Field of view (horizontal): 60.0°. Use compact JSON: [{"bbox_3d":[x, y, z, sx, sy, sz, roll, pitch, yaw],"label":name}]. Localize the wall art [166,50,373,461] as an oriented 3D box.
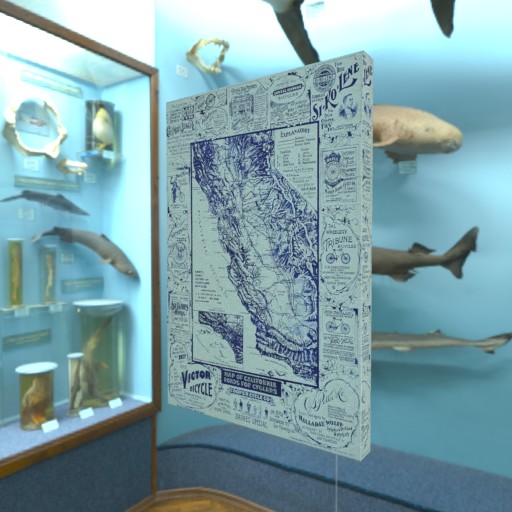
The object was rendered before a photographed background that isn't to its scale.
[{"bbox_3d":[0.000,0.000,0.488,0.255,0.376,0.025,1,2,35],"label":"wall art"}]
